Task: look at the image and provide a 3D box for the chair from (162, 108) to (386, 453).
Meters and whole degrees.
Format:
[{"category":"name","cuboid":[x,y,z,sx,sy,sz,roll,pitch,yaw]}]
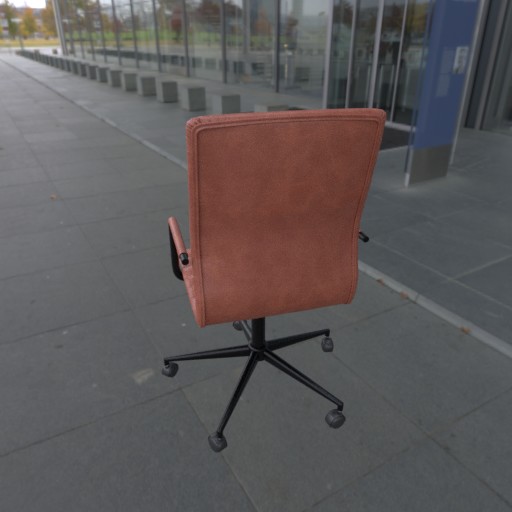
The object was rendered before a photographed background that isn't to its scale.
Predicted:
[{"category":"chair","cuboid":[0.000,0.000,1.274,0.600,0.878,0.578,-7,27,-14]}]
